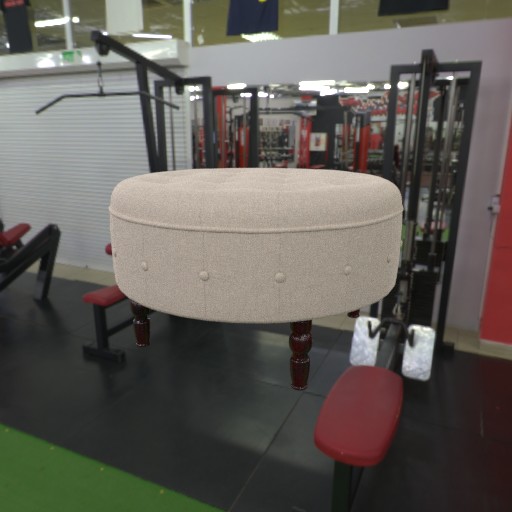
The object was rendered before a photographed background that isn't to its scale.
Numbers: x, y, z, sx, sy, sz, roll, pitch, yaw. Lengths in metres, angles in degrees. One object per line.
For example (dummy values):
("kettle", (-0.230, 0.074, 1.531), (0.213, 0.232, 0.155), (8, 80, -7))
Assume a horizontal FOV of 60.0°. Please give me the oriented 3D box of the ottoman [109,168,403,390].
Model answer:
("ottoman", (0.000, 0.000, 1.382), (0.848, 0.494, 0.848), (0, 15, 0))
